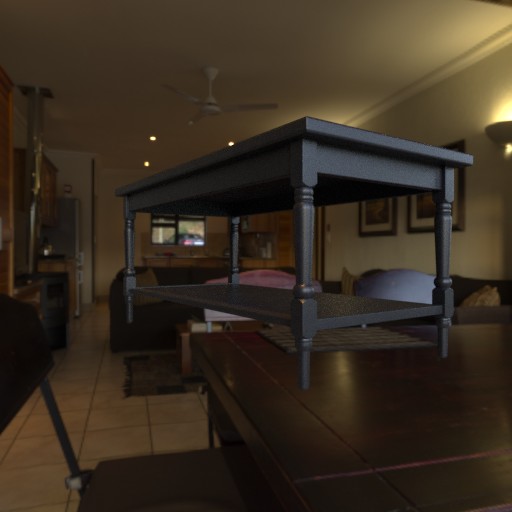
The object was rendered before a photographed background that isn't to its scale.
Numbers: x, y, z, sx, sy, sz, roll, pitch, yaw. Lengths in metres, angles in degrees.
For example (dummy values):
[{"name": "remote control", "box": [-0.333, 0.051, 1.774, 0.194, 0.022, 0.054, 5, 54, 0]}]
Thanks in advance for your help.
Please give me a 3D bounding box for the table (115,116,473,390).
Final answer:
[{"name": "table", "box": [0.000, 0.000, 1.403, 0.550, 0.510, 1.107, 0, 0, -35]}]
